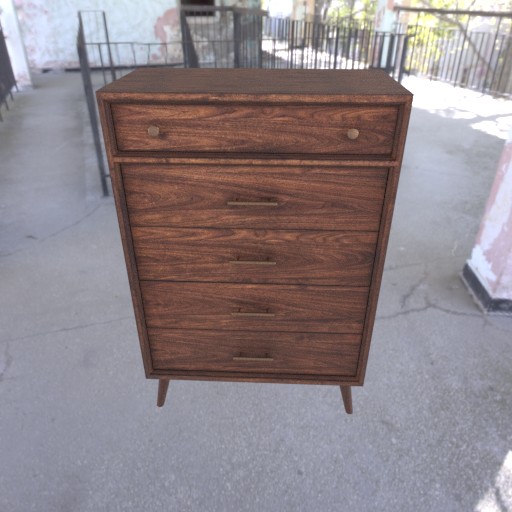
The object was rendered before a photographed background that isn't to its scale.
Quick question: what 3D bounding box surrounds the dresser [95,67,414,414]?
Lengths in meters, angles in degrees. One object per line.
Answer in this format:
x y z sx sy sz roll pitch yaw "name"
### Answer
0.000 0.000 1.821 0.919 1.365 0.498 1 31 2 "dresser"
